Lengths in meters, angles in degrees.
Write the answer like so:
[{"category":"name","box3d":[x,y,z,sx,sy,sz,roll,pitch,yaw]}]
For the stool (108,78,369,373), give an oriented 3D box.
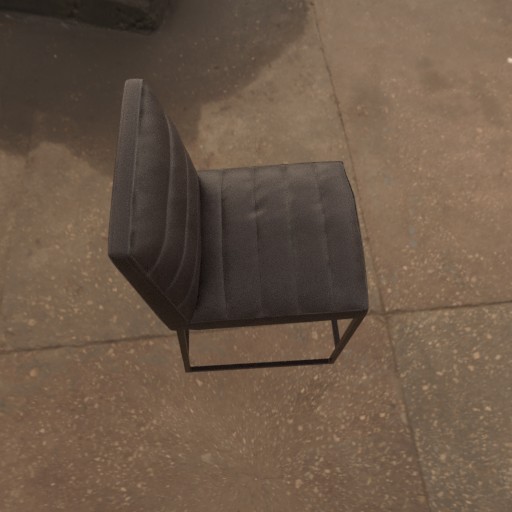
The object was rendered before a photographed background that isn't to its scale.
[{"category":"stool","box3d":[0.000,0.000,1.282,0.562,0.946,0.463,-3,63,-2]}]
